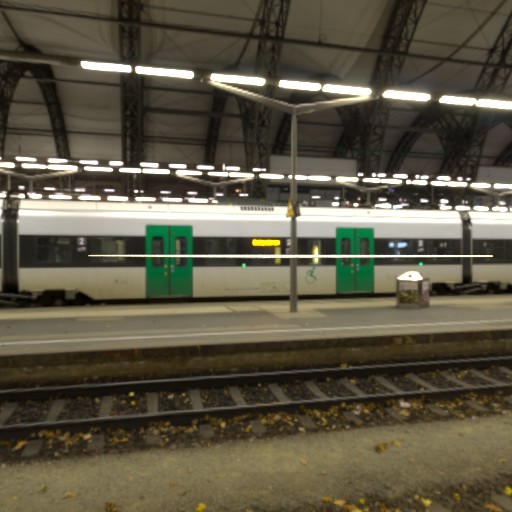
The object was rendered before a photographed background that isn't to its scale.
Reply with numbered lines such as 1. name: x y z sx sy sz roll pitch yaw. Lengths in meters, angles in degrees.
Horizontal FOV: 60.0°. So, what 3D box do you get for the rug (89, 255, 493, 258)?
1. rug: 0.000 0.000 2.330 1.234 0.006 1.850 0 0 -35
